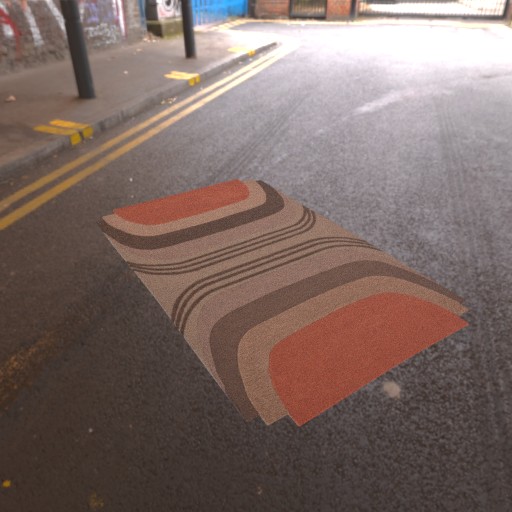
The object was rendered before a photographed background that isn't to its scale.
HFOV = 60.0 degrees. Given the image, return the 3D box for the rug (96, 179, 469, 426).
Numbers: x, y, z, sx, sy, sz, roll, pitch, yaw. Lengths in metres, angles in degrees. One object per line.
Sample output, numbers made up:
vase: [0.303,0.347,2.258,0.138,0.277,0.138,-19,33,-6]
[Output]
rug: [0.000,0.000,3.008,1.530,0.017,2.446,-19,37,-28]
